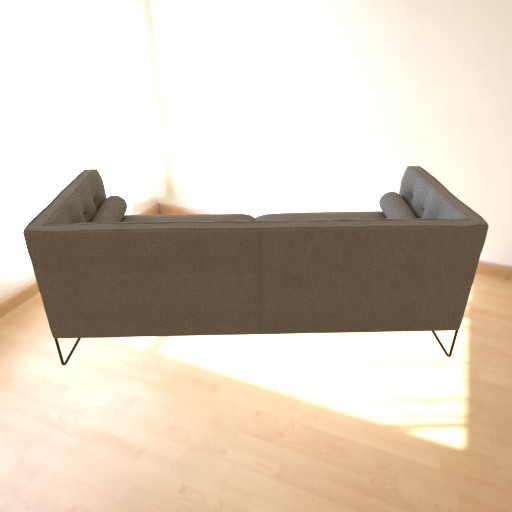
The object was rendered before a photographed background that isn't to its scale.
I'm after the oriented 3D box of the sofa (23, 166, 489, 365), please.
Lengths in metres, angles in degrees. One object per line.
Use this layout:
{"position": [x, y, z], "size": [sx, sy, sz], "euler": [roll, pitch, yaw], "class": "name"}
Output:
{"position": [0.000, 0.000, 2.516], "size": [2.079, 0.798, 0.912], "euler": [-1, 29, -2], "class": "sofa"}
